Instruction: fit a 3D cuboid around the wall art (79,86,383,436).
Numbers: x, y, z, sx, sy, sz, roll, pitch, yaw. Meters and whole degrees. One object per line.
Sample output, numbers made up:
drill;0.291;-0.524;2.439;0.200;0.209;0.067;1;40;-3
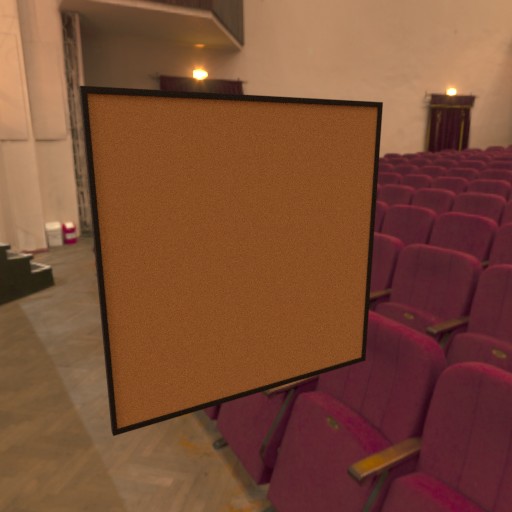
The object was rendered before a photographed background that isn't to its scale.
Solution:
wall art;0.000;0.000;0.670;0.458;0.457;0.013;-8;16;-28
